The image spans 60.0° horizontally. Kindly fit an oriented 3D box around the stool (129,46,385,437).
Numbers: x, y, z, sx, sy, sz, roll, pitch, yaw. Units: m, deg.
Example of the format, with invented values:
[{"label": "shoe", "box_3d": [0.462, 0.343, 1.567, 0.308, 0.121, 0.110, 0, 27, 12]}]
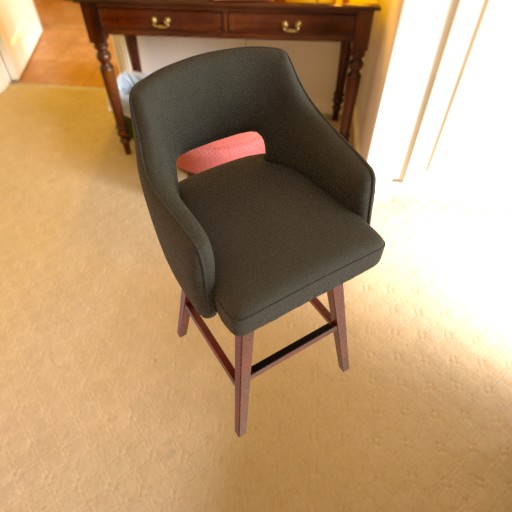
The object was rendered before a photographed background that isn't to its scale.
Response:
[{"label": "stool", "box_3d": [0.000, 0.000, 1.332, 0.548, 1.012, 0.558, -25, 53, -21]}]
